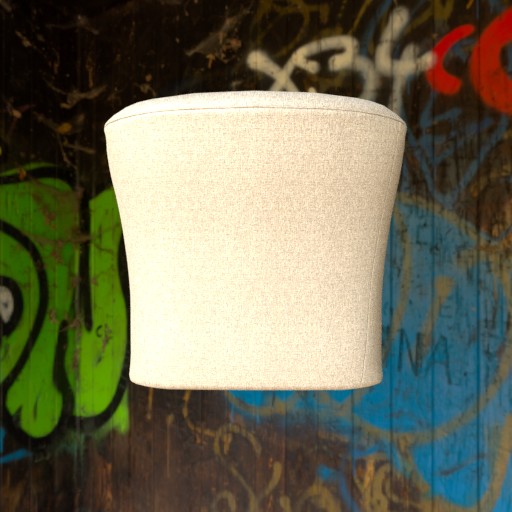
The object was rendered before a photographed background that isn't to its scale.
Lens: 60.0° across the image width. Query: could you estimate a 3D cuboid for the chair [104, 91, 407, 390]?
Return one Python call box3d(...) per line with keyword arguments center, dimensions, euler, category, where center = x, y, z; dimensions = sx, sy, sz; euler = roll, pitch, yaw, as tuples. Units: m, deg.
box3d(center=(0.000, 0.000, 1.570), dimensions=(0.864, 0.856, 0.923), euler=(0, 0, 1), category="chair")
